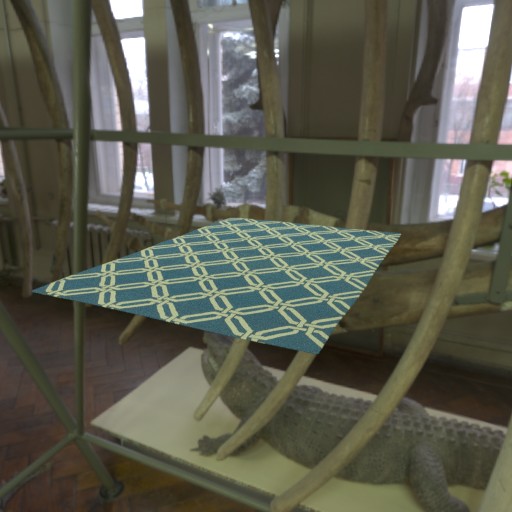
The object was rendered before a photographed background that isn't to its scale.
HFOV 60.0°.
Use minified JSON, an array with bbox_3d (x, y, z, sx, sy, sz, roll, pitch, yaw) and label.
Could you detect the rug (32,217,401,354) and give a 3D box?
[{"bbox_3d":[0.000,0.000,2.847,1.524,0.013,2.135,8,18,24],"label":"rug"}]
